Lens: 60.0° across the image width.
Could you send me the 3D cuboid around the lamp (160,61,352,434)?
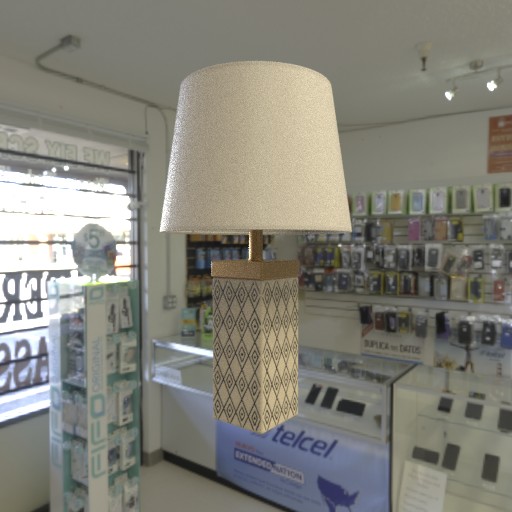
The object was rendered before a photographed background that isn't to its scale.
[{"bbox_3d":[0.000,0.000,0.593,0.251,0.435,0.251,0,1,0],"label":"lamp"}]
